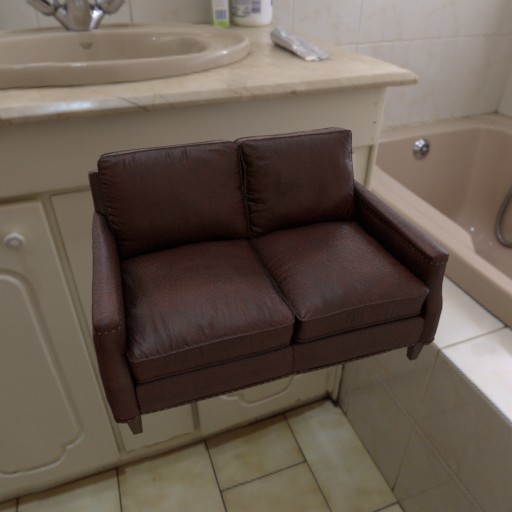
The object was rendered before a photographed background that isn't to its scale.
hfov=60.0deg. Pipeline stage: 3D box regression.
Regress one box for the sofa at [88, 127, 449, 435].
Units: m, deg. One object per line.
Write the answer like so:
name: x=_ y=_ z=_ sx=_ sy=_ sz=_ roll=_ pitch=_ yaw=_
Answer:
sofa: x=0.000 y=0.000 z=2.283 sx=1.628 sy=1.003 sz=1.083 roll=-10 pitch=35 yaw=-15
